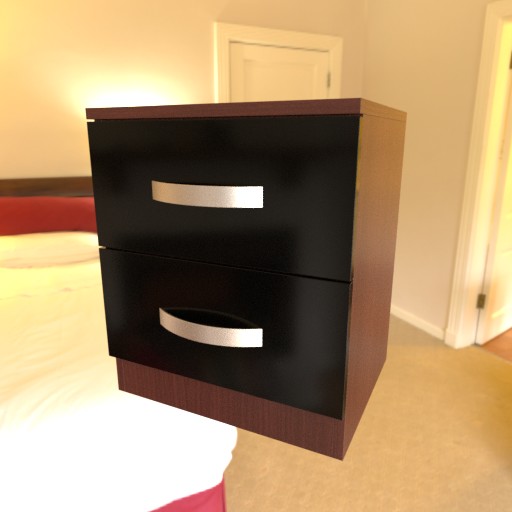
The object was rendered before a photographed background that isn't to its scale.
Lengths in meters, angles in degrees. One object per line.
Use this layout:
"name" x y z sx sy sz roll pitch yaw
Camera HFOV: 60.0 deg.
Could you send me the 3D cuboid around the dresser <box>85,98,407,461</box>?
"dresser" 0.000 0.000 0.750 0.400 0.470 0.360 7 17 25
